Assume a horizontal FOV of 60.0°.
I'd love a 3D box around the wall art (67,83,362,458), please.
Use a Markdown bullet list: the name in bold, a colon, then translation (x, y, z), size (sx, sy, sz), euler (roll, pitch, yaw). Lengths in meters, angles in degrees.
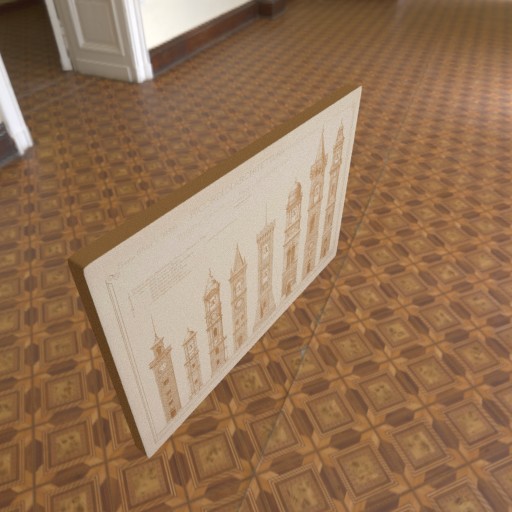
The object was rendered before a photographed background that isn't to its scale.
- **wall art**: translation (0.000, 0.000, 0.471), size (0.019, 0.254, 0.380), euler (26, 47, 27)
